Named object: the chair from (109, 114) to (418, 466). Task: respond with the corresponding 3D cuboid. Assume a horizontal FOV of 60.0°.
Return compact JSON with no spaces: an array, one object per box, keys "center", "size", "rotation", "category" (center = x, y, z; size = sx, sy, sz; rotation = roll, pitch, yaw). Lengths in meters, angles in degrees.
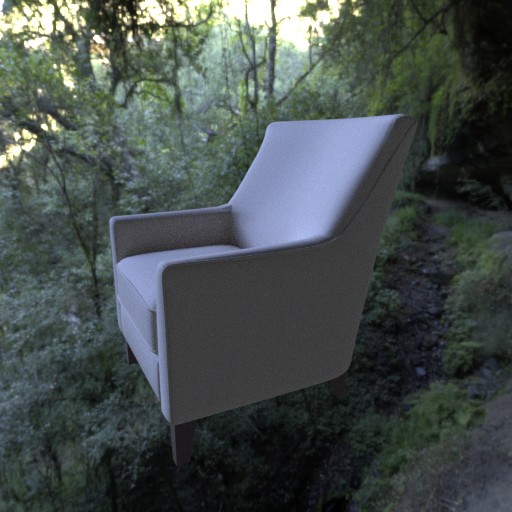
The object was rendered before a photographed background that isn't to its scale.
[{"center":[0.000,0.000,1.527],"size":[0.879,0.916,0.756],"rotation":[-7,17,-26],"category":"chair"}]
